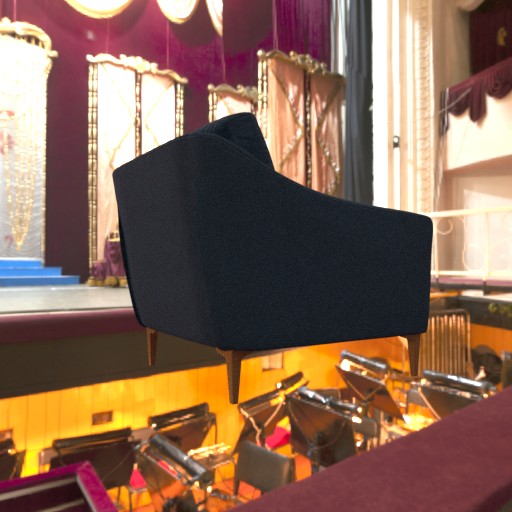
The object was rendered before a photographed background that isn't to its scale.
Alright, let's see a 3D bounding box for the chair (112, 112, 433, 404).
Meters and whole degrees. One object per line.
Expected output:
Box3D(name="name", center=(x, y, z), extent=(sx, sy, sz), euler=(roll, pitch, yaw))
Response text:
Box3D(name="chair", center=(0.000, 0.000, 1.768), extent=(0.961, 0.899, 0.987), euler=(1, -1, -36))
